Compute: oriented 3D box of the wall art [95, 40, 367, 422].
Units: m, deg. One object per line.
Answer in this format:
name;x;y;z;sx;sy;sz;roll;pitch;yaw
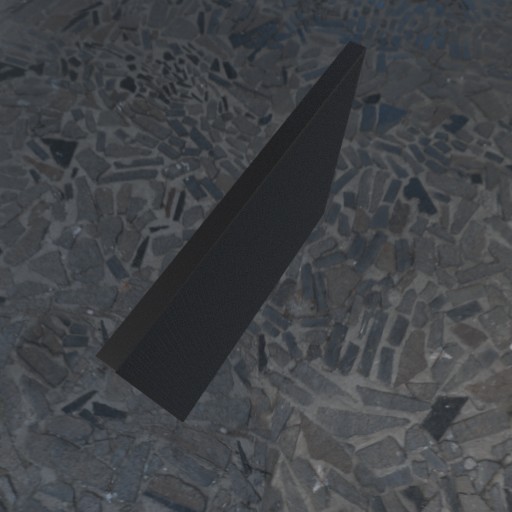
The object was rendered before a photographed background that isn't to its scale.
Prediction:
wall art;0.000;0.000;0.752;0.029;0.458;0.559;30;67;14
